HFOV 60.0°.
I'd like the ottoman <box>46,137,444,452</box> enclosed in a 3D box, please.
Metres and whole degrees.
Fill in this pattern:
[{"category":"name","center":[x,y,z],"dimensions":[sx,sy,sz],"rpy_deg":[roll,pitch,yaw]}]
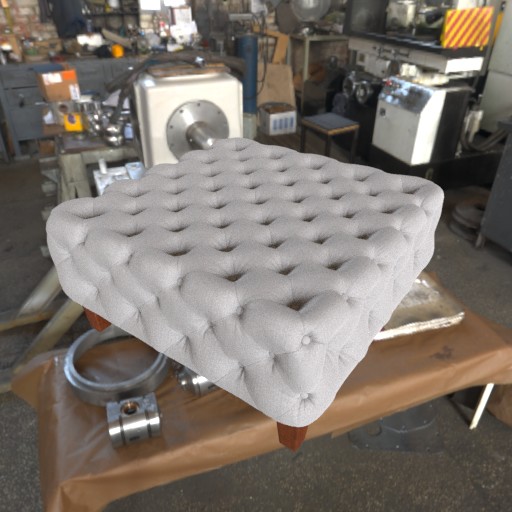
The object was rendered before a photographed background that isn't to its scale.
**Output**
[{"category":"ottoman","center":[0.000,0.000,1.185],"dimensions":[0.758,0.365,0.764],"rpy_deg":[21,38,29]}]
